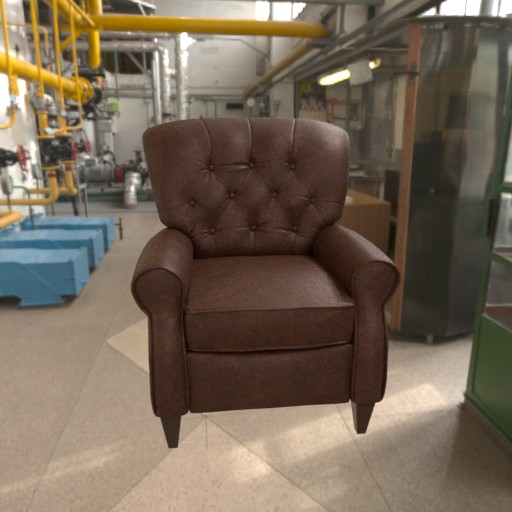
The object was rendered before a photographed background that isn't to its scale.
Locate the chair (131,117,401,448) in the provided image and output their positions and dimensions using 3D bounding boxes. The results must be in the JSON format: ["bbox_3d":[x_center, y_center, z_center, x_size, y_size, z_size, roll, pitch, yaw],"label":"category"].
[{"bbox_3d":[0.000,0.000,1.907,0.979,1.162,1.031,-2,16,-6],"label":"chair"}]
